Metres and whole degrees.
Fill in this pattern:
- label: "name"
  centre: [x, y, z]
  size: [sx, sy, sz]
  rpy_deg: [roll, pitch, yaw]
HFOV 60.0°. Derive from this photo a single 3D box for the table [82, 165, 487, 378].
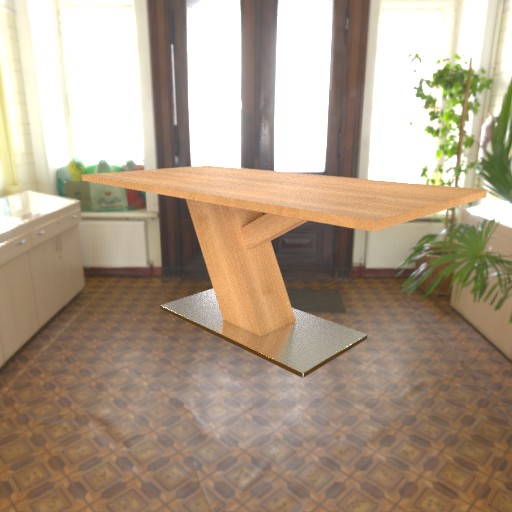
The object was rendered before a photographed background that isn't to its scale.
- label: "table"
  centre: [0.000, 0.000, 2.236]
  size: [1.800, 0.750, 0.900]
  rpy_deg: [15, 22, 42]
